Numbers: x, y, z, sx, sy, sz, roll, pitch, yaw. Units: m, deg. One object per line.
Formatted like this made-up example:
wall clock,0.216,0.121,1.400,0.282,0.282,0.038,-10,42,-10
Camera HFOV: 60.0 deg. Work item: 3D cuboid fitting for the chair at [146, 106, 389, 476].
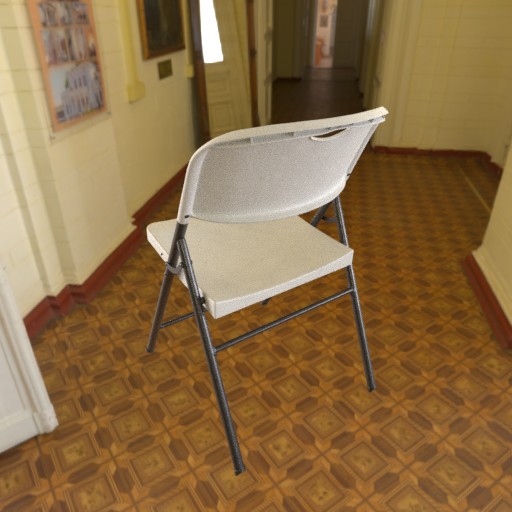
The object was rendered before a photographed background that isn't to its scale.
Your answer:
chair,0.000,0.000,1.177,0.494,0.810,0.566,-19,34,-30
